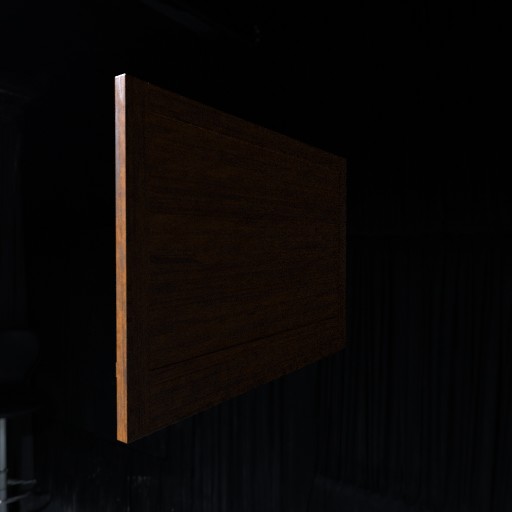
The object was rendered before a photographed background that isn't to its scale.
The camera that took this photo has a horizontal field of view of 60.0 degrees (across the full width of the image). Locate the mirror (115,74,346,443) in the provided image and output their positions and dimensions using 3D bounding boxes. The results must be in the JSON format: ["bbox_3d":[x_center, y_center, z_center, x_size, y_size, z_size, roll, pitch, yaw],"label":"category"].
[{"bbox_3d":[0.000,0.000,0.972,0.084,0.537,0.758,1,1,36],"label":"mirror"}]
